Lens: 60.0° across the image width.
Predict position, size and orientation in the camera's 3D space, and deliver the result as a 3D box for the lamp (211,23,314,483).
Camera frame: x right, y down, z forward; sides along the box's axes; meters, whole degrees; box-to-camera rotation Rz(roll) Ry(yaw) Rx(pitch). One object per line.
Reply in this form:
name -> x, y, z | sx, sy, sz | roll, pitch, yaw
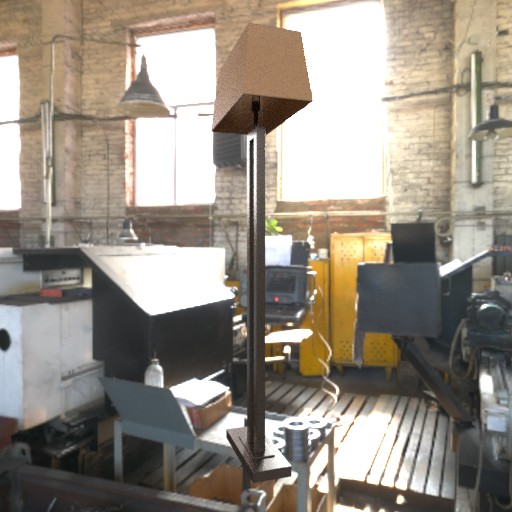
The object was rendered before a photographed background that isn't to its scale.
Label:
lamp -> 0.000, 0.000, 1.614 | 0.233, 1.469, 0.475 | 0, 2, -18
